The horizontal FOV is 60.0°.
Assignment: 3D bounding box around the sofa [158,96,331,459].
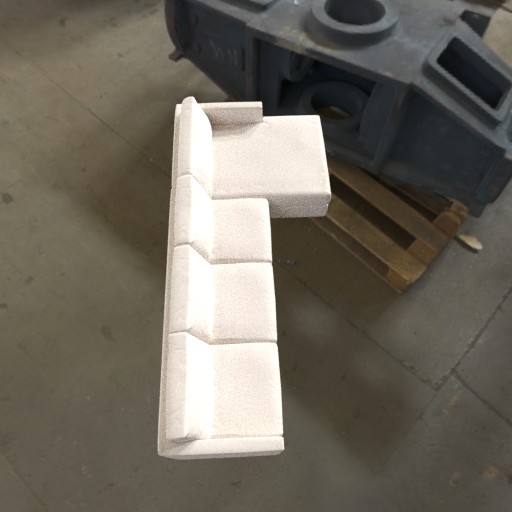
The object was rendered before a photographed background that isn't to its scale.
[{"bbox_3d":[0.000,0.000,4.232,1.606,0.954,3.471,-2,63,-1],"label":"sofa"}]
